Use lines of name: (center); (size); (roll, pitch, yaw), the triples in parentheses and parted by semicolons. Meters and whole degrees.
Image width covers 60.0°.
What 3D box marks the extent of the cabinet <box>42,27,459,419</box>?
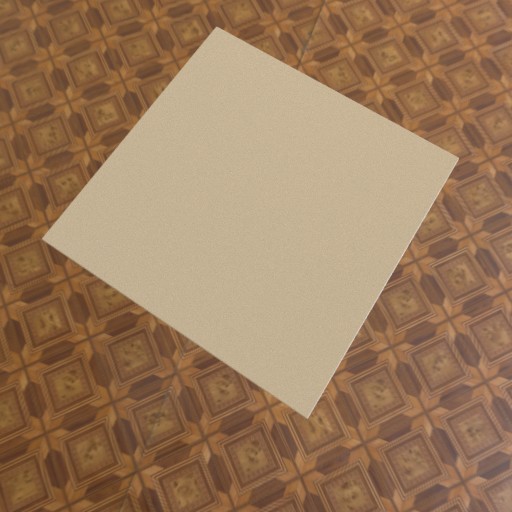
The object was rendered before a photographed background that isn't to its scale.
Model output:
cabinet: (0.000, 0.000, 1.172); (0.547, 0.775, 0.544); (32, 77, 9)
